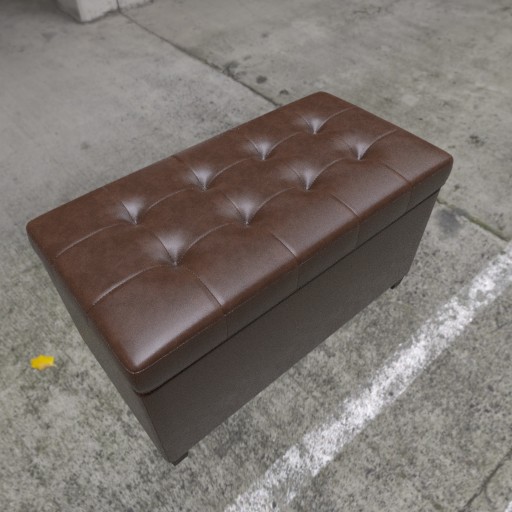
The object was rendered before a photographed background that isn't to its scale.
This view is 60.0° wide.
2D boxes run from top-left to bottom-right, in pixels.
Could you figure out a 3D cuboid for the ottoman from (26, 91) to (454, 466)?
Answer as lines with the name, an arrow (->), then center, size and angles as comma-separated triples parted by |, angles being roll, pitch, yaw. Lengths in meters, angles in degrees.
ottoman -> 0.000, 0.000, 1.079 | 0.838, 0.470, 0.432 | -32, 55, -26
